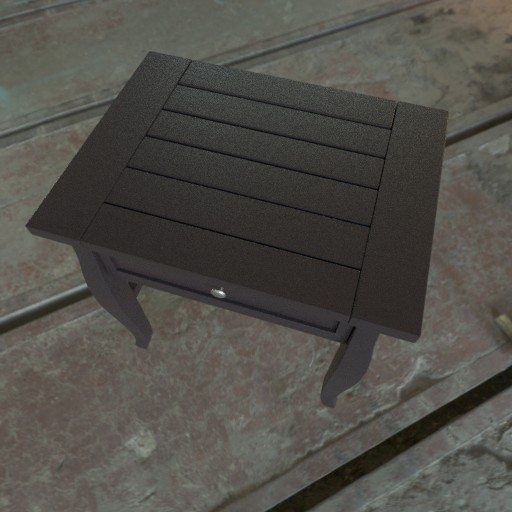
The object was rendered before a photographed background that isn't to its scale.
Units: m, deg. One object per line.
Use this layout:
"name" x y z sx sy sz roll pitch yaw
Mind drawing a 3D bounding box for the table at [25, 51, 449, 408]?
"table" 0.000 0.000 1.005 0.602 0.605 0.460 15 60 9
